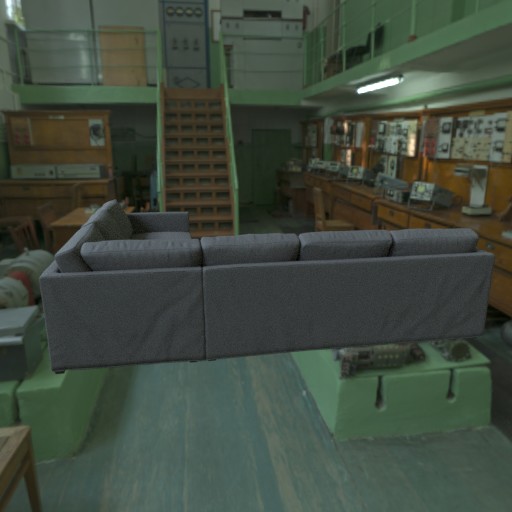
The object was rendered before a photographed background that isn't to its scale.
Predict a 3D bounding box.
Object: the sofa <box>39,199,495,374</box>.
[{"bbox_3d":[0.000,0.000,4.211,3.182,0.871,2.432,-3,15,-10],"label":"sofa"}]
